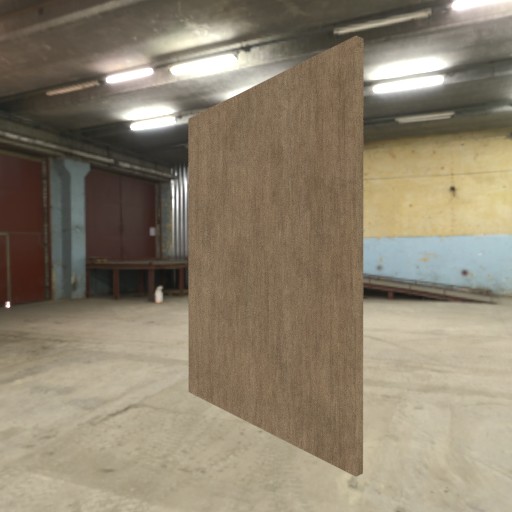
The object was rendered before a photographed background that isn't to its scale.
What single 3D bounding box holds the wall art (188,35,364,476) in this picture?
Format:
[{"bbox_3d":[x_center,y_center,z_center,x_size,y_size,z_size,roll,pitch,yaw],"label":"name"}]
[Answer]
[{"bbox_3d":[0.000,0.000,0.906,0.018,0.686,0.534,0,0,-38],"label":"wall art"}]
